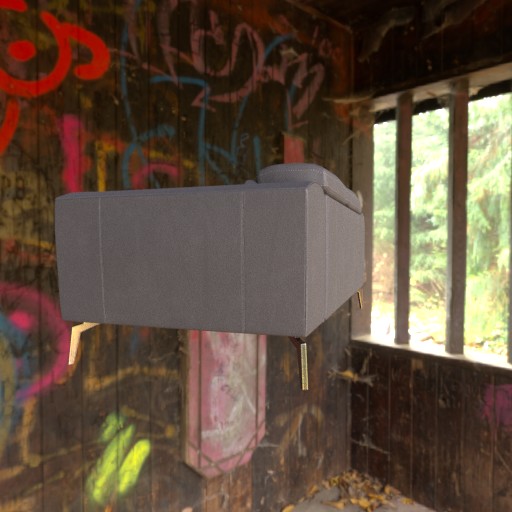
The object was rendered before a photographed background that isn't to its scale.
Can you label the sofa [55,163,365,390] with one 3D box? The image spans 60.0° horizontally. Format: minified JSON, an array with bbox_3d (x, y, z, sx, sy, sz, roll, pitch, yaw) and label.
[{"bbox_3d":[0.000,0.000,2.395,1.003,0.779,1.895,1,2,19],"label":"sofa"}]
